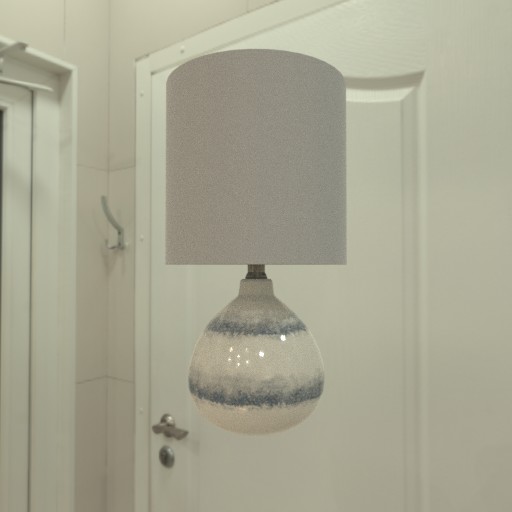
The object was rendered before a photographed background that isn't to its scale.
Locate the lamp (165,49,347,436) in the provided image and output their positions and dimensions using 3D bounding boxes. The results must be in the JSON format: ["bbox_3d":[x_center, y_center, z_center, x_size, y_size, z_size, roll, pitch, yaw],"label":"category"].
[{"bbox_3d":[0.000,0.000,0.540,0.216,0.404,0.216,-1,-1,36],"label":"lamp"}]
